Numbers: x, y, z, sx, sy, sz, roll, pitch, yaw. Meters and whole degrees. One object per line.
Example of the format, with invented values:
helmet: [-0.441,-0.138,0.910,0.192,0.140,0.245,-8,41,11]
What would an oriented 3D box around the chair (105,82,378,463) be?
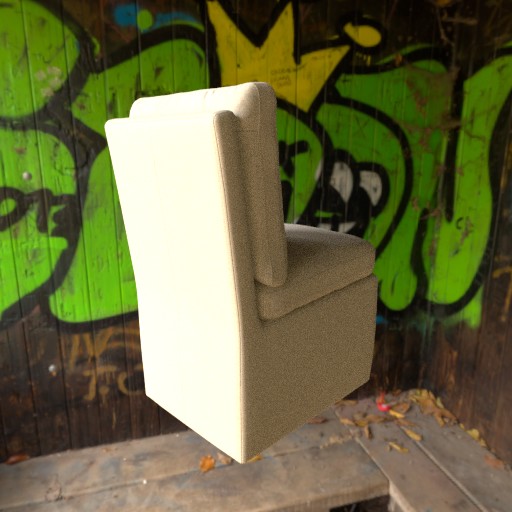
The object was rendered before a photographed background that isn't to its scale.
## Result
chair: [0.000,0.000,1.363,0.698,0.927,0.503,-14,20,-43]
